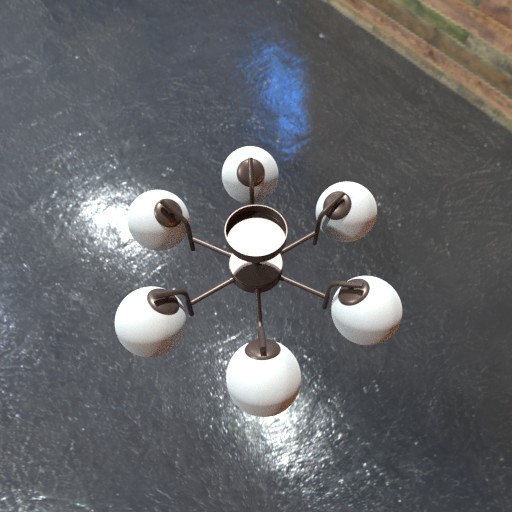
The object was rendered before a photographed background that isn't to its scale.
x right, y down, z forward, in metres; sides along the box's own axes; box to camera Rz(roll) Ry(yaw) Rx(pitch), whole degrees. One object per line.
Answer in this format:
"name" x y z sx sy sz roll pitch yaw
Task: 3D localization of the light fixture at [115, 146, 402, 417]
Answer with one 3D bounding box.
"light fixture" 0.000 0.000 0.969 0.662 0.201 0.662 0 58 0
